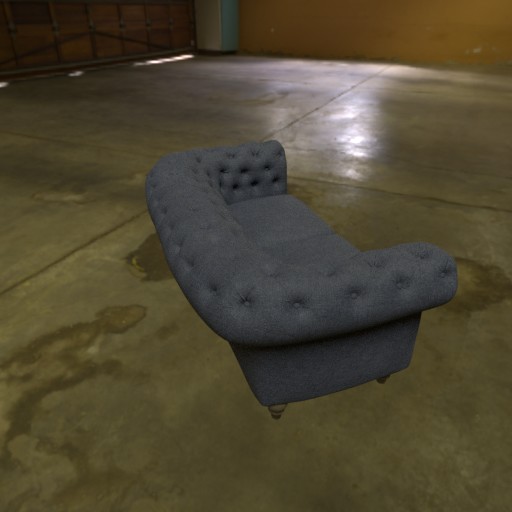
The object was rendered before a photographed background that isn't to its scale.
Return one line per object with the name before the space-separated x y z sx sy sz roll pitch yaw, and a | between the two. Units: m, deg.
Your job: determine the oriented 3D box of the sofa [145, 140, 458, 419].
sofa | 0.000 0.000 2.542 1.082 0.833 1.988 -10 31 -17
